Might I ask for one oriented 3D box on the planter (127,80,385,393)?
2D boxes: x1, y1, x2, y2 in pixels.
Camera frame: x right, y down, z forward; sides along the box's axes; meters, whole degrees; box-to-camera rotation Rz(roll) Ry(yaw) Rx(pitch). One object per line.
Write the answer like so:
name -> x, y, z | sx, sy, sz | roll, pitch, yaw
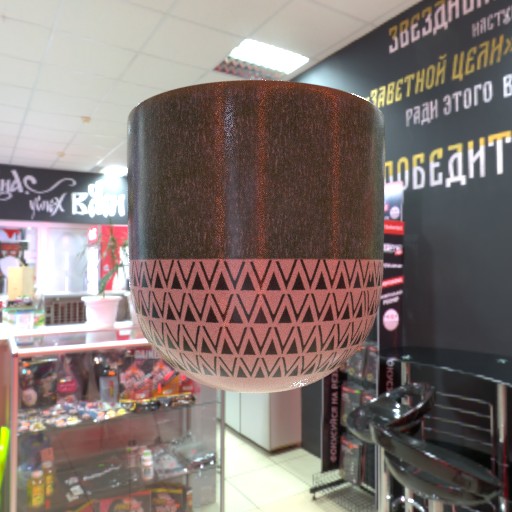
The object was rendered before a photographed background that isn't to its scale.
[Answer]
planter -> 0.000, 0.000, 0.474 | 0.266, 0.270, 0.266 | 0, -1, 0
